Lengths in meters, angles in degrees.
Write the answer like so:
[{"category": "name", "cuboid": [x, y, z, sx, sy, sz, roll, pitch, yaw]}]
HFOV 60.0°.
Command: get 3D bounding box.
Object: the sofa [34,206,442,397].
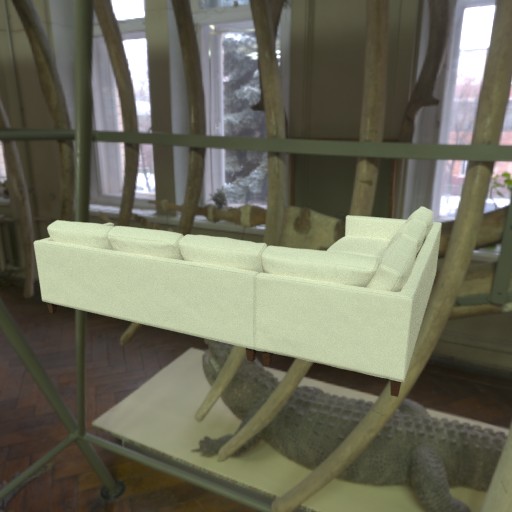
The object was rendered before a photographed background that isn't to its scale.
[{"category": "sofa", "cuboid": [0.000, 0.000, 4.333, 3.182, 0.863, 2.432, 8, 18, 24]}]
